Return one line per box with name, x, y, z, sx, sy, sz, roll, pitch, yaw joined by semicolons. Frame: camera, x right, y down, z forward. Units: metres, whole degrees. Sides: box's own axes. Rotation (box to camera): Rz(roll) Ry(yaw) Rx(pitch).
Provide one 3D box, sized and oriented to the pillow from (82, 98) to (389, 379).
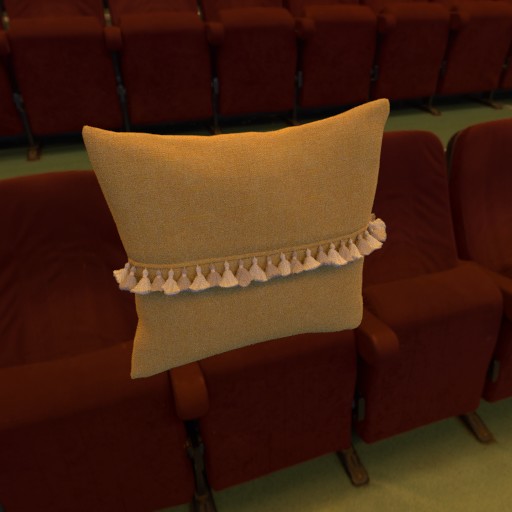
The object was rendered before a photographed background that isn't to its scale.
pillow;0.000;0.000;0.759;0.485;0.481;0.167;-10;34;-15
